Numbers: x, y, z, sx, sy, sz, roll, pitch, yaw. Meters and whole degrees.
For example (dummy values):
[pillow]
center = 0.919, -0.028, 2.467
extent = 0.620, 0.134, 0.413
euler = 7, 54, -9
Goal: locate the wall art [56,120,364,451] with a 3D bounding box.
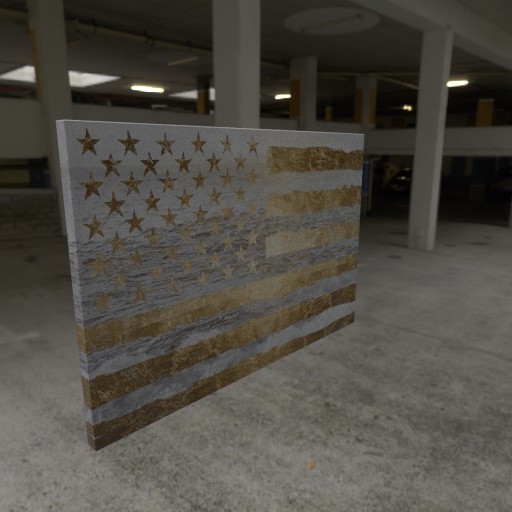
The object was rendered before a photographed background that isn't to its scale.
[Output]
[wall art]
center = 0.000, 0.000, 1.387
extent = 0.041, 0.762, 1.145
euler = 13, 18, 43
